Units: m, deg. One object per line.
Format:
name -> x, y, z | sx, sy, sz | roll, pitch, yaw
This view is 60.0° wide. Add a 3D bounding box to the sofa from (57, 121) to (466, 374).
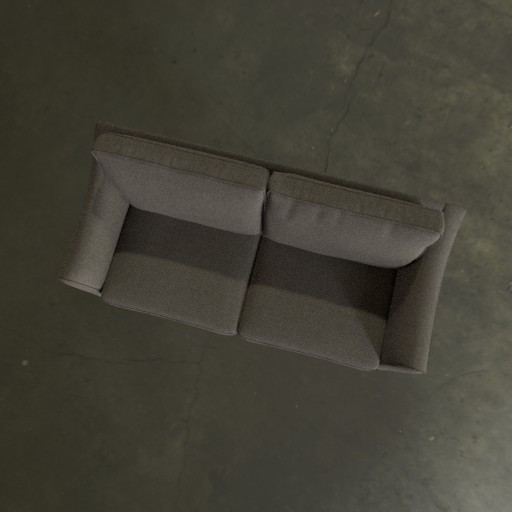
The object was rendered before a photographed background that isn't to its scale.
sofa -> 0.000, 0.000, 2.727 | 2.203, 0.976, 1.013 | 14, 77, 3
